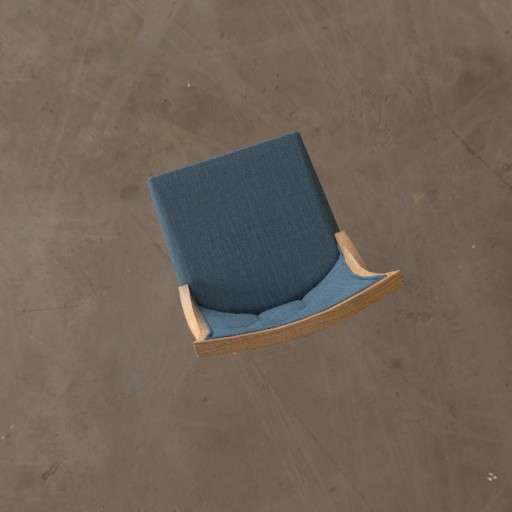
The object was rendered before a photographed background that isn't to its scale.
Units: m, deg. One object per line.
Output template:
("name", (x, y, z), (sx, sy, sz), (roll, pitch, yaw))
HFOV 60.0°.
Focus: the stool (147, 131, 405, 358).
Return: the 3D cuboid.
("stool", (0.000, 0.000, 1.460), (0.524, 1.101, 0.626), (-19, 77, -5))
